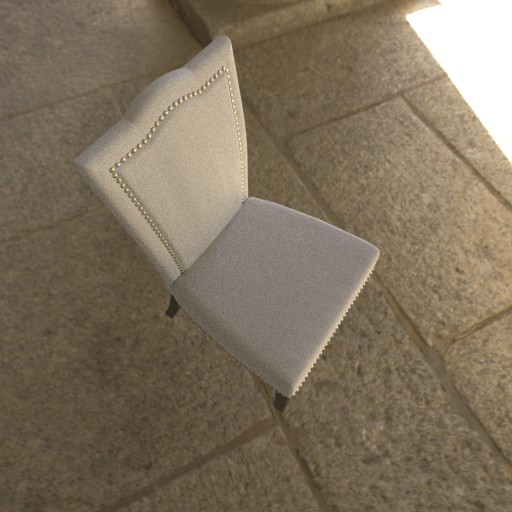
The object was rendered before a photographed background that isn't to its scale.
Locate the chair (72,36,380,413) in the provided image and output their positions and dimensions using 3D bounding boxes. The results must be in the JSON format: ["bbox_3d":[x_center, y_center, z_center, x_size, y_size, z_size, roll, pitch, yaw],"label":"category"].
[{"bbox_3d":[0.000,0.000,1.276,0.589,0.946,0.518,31,65,16],"label":"chair"}]
